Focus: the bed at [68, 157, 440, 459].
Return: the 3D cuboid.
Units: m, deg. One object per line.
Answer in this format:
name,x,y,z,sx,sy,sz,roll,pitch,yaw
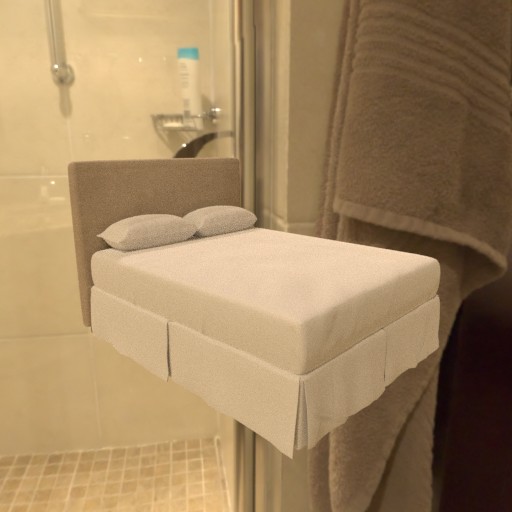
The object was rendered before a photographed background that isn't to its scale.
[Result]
bed,0.000,0.000,3.179,2.162,1.330,1.713,13,19,42
